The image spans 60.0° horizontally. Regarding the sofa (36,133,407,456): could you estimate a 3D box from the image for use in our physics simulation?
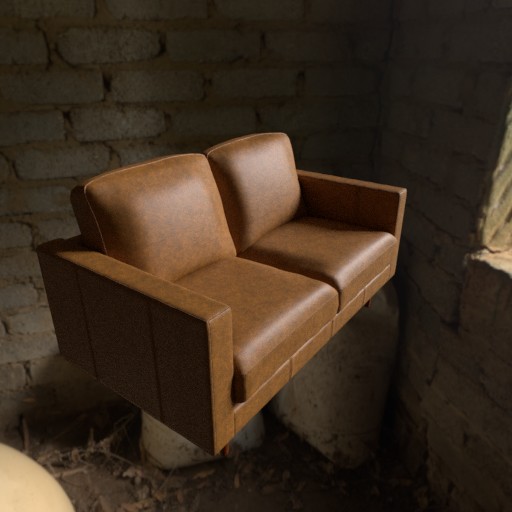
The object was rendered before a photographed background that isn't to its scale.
[{"bbox_3d":[0.000,0.000,2.086,0.909,0.951,1.578,17,30,33],"label":"sofa"}]
